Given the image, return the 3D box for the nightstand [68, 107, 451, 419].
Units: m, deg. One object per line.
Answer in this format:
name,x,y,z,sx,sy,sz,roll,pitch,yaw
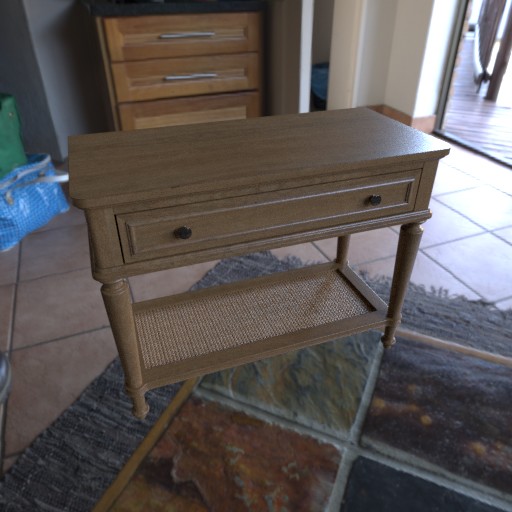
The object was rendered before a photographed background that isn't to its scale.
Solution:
nightstand,0.000,0.000,1.334,0.914,0.700,0.432,-11,34,-17
